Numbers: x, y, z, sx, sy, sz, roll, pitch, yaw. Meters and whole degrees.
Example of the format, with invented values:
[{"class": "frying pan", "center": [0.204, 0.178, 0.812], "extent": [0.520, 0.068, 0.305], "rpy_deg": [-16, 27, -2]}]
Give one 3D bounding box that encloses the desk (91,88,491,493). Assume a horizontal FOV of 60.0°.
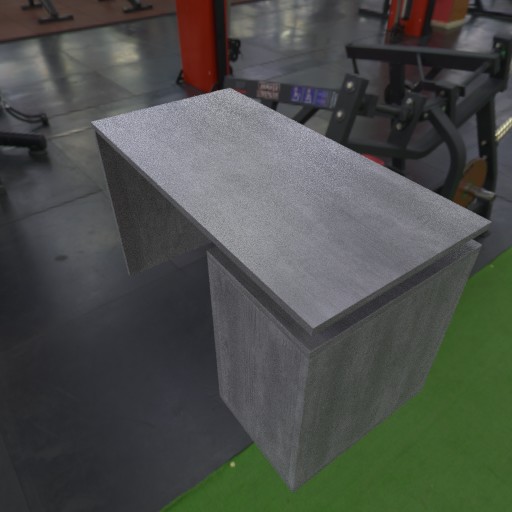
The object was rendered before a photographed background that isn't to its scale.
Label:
[{"class": "desk", "center": [0.000, 0.000, 1.593], "extent": [0.600, 0.740, 1.200], "rpy_deg": [-25, 46, -27]}]
